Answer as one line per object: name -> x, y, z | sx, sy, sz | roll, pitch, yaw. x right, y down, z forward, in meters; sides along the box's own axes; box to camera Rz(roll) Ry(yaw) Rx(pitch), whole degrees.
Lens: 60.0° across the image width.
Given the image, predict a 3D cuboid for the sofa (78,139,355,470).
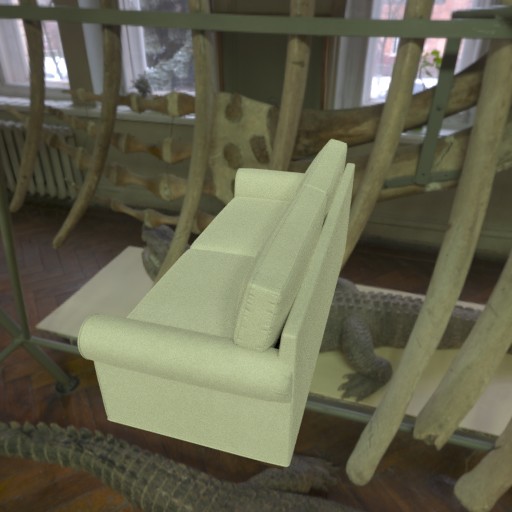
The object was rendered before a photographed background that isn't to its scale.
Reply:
sofa -> 0.000, 0.000, 2.620 | 0.901, 0.962, 2.146 | 8, 31, 14
